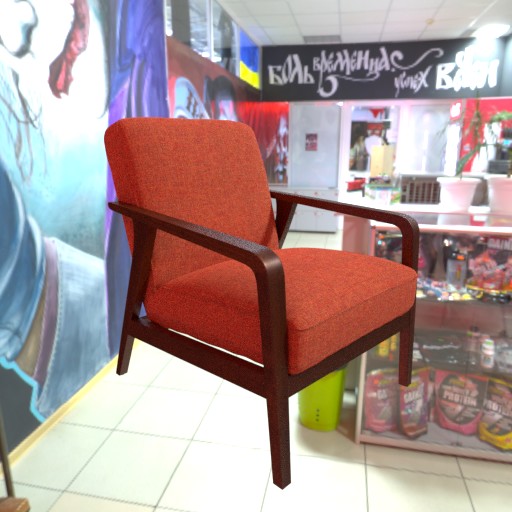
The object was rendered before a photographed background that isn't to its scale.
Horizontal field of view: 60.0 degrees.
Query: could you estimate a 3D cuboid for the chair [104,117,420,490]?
[{"bbox_3d":[0.000,0.000,1.458,0.860,0.890,0.719,14,20,43],"label":"chair"}]
